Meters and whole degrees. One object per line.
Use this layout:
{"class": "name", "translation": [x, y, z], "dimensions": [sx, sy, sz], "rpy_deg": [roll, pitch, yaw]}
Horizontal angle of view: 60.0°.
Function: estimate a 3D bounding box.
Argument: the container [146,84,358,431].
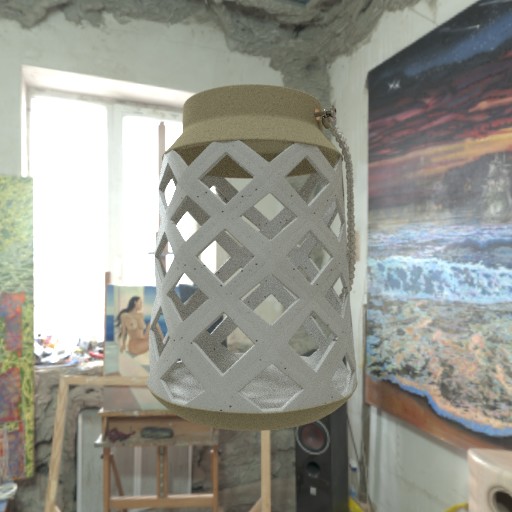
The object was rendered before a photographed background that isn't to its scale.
{"class": "container", "translation": [0.000, 0.000, 0.352], "dimensions": [0.163, 0.229, 0.172], "rpy_deg": [0, 0, 36]}
